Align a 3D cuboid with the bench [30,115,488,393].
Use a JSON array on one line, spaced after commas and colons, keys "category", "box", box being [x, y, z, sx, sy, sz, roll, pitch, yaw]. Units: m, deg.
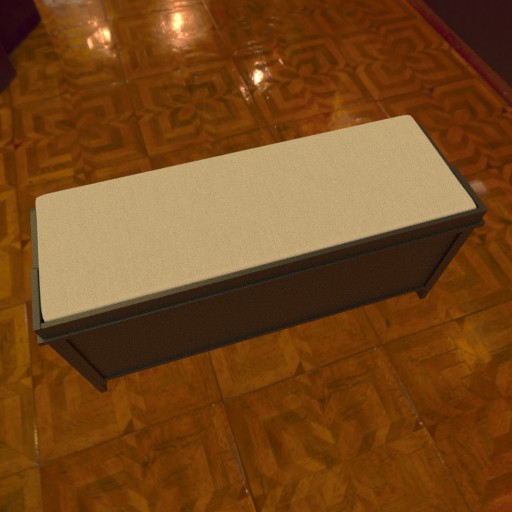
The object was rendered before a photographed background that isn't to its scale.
[{"category": "bench", "box": [0.000, 0.000, 1.347, 1.140, 0.501, 0.398, -15, 59, -9]}]
